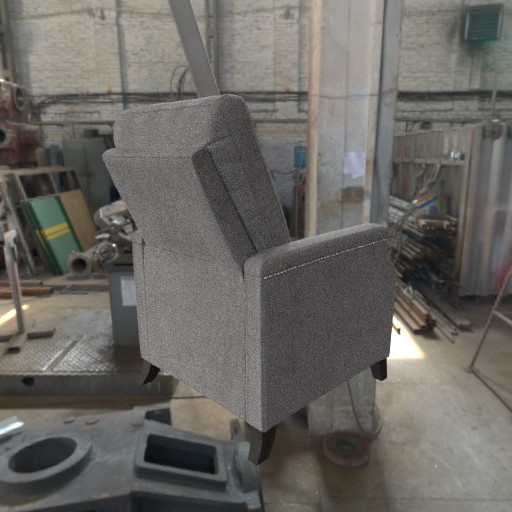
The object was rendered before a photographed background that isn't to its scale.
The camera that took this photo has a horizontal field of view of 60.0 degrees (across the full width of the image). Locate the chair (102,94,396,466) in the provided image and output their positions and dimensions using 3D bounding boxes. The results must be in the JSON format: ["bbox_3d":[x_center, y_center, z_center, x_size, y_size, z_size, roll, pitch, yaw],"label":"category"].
[{"bbox_3d":[0.000,0.000,1.650,0.922,1.049,0.710,-13,18,-43],"label":"chair"}]
